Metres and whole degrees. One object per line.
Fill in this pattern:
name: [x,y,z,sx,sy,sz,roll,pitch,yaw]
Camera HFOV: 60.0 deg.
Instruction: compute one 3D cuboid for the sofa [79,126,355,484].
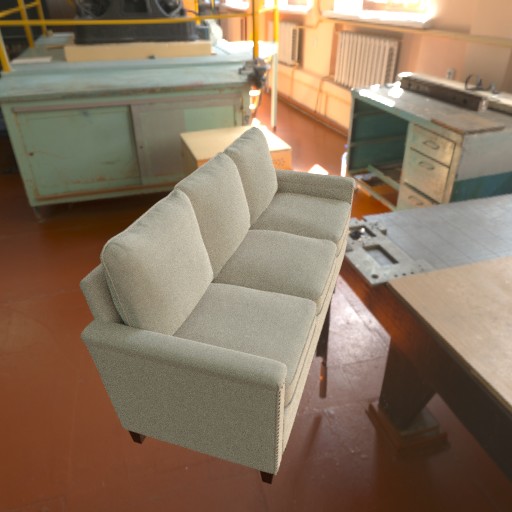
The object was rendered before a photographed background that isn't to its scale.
sofa: [0.000,0.000,2.394,0.828,0.961,1.925,10,32,15]
